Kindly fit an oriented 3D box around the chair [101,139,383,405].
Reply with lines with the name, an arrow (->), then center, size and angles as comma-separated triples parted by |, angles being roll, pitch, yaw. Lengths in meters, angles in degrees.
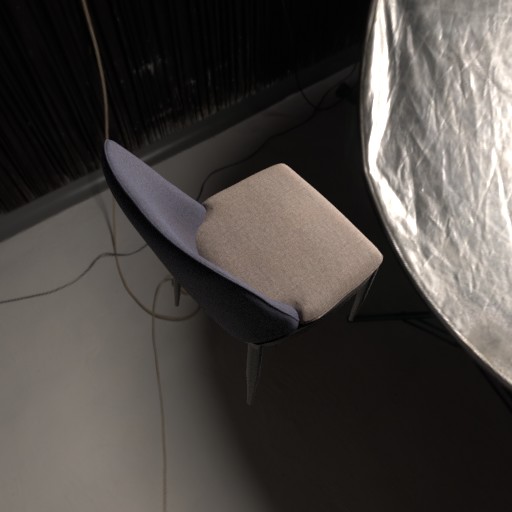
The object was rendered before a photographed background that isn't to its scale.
chair -> 0.000, 0.000, 1.192 | 0.551, 0.839, 0.480 | -33, 64, -19
